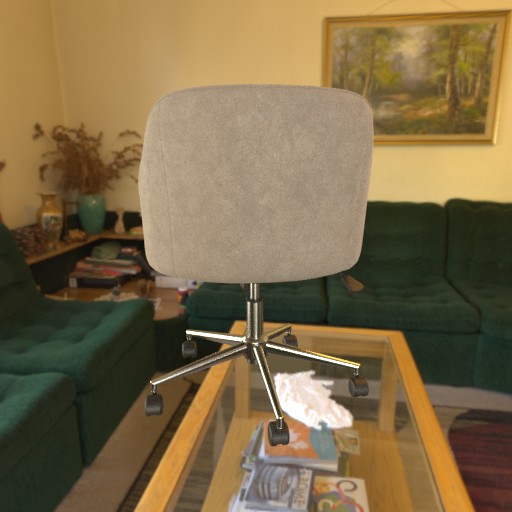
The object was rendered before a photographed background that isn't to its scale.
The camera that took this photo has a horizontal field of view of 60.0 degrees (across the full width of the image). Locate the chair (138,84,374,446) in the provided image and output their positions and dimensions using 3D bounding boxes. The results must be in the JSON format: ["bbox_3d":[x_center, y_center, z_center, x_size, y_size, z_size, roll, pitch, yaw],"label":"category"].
[{"bbox_3d":[0.000,0.000,1.239,0.635,0.831,0.573,-2,14,-8],"label":"chair"}]
